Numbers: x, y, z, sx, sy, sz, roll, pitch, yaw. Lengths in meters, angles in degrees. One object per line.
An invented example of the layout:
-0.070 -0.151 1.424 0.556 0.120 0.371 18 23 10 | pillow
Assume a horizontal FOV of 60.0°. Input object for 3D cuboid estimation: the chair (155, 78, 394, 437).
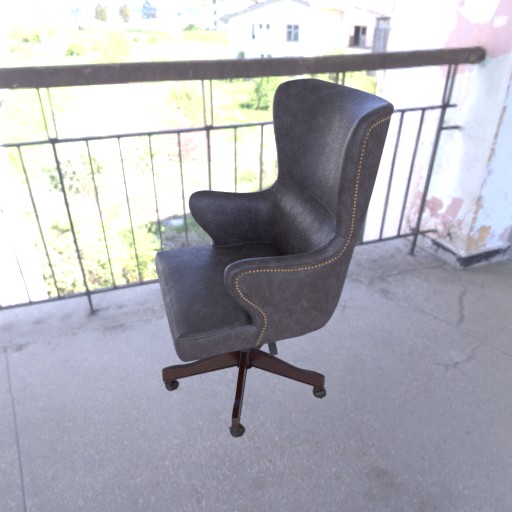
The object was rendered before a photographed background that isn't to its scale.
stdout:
0.000 0.000 1.492 0.717 1.037 0.594 -9 31 -15 | chair
